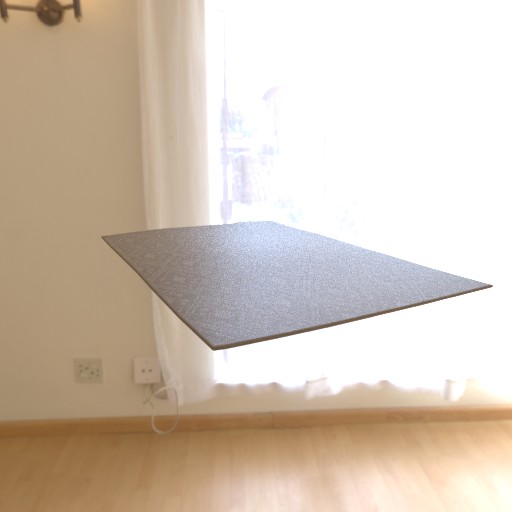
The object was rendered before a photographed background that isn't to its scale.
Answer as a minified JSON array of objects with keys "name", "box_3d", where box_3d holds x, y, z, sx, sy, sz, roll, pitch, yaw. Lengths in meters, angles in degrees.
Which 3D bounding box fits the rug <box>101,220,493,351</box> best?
[{"name":"rug","box_3d":[0.000,0.000,2.316,1.252,0.034,1.829,-8,16,-27]}]
